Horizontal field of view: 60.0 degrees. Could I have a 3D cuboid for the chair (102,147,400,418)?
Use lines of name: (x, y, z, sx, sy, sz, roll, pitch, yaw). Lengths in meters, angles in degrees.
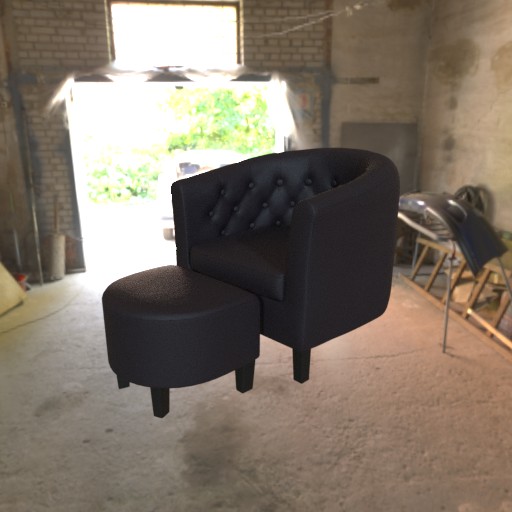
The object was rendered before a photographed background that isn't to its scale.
chair: (0.000, 0.000, 1.675, 1.191, 0.760, 0.763, -16, 23, -43)
